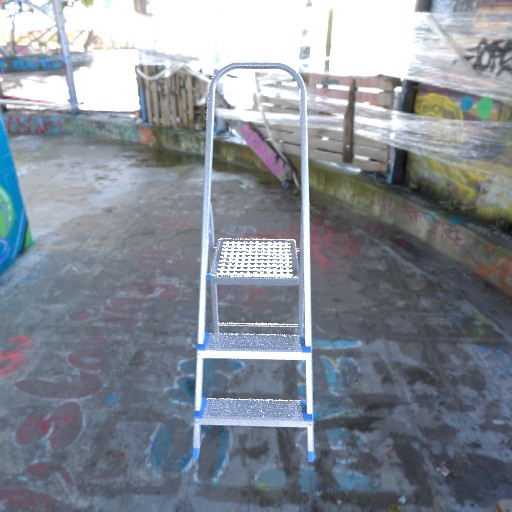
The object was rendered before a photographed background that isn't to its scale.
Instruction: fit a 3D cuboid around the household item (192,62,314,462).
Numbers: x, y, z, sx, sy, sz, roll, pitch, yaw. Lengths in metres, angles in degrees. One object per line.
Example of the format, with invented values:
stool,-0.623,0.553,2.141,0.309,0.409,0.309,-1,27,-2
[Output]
household item,0.000,0.000,1.533,0.420,1.215,0.687,1,28,2
